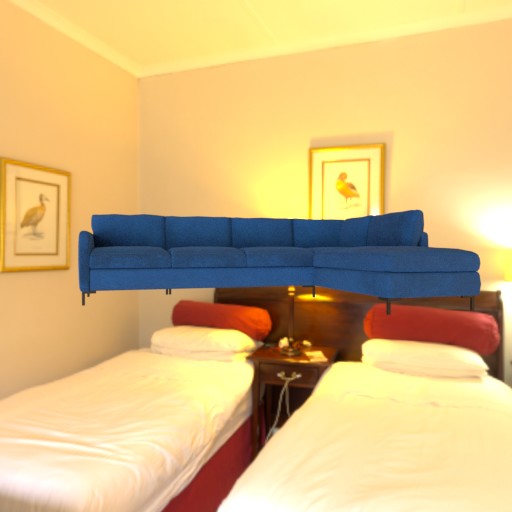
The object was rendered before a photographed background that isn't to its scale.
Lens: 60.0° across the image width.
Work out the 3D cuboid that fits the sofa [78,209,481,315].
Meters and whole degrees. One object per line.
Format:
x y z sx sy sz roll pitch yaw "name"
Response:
0.000 0.000 3.243 2.486 0.687 1.707 0 1 -18 "sofa"
